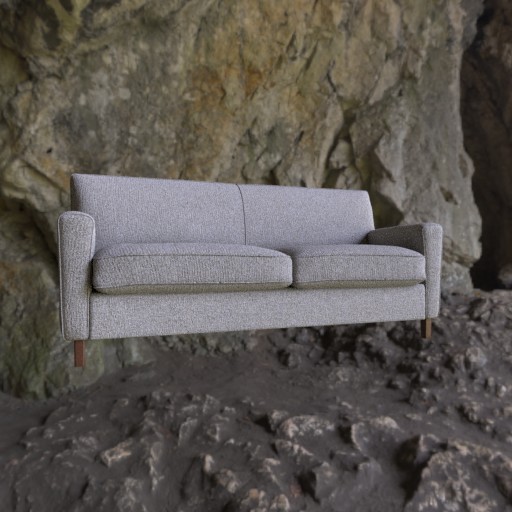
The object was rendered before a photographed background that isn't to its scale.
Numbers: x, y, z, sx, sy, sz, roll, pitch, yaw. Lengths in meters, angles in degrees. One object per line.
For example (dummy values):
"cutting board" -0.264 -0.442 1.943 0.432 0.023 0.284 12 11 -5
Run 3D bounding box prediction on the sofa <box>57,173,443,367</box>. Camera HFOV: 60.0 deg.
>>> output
"sofa" 0.000 0.000 2.520 2.026 0.942 0.854 0 0 -20
